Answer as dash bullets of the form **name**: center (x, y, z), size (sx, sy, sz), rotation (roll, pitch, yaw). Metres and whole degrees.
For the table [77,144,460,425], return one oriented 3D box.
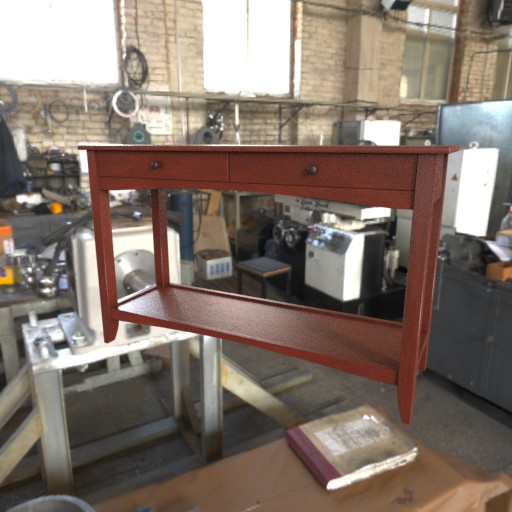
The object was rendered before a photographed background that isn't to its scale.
- **table**: center (0.000, 0.000, 1.526), size (1.188, 0.739, 0.392), rotation (7, 16, 26)
